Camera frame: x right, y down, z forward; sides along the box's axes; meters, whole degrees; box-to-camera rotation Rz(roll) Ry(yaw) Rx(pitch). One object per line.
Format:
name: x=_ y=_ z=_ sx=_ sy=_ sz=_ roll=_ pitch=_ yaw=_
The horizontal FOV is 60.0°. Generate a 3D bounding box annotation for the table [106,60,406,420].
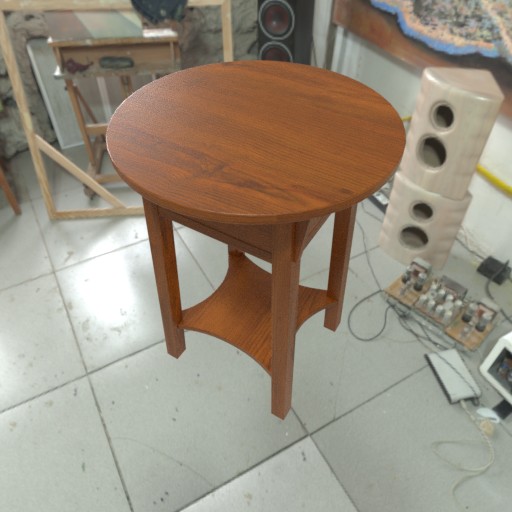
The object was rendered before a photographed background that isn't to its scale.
table: x=0.000 y=0.000 z=0.910 sx=0.457 sy=0.610 sz=0.457 roll=0 pitch=46 yaw=0
